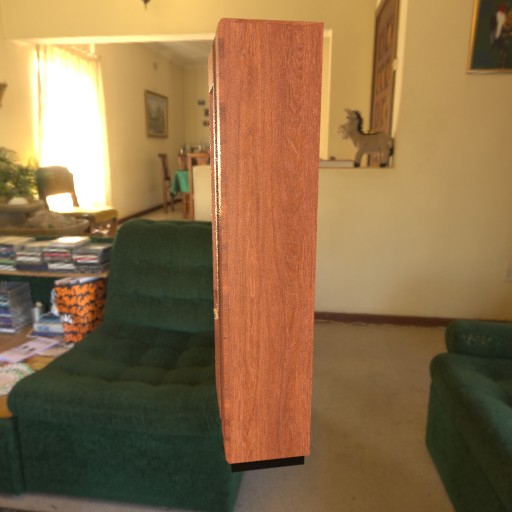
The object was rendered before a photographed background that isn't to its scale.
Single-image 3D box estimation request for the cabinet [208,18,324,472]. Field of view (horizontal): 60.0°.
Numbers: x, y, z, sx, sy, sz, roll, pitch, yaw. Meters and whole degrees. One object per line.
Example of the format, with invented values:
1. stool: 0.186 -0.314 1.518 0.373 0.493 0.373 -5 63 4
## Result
1. cabinet: 0.000 0.000 2.211 0.420 1.980 0.660 -2 14 -9
